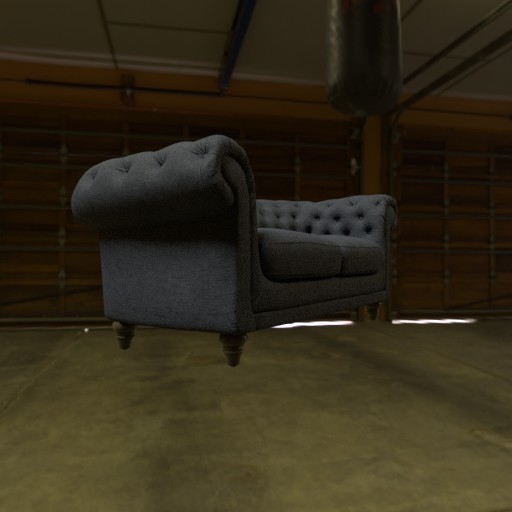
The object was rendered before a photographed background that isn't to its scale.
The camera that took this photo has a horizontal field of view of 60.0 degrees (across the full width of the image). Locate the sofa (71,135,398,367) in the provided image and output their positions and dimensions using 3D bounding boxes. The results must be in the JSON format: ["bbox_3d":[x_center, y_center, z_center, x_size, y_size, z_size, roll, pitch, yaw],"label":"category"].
[{"bbox_3d":[0.000,0.000,2.502,1.082,0.833,1.988,0,0,35],"label":"sofa"}]
